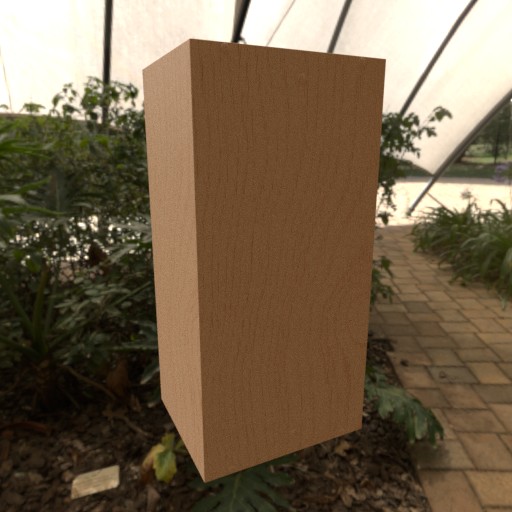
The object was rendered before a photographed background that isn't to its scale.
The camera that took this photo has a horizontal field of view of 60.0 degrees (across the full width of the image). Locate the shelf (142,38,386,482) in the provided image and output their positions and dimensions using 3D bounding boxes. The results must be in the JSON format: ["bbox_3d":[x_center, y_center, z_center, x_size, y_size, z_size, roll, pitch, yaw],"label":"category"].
[{"bbox_3d":[0.000,0.000,0.747,0.290,0.600,0.250,-7,16,-25],"label":"shelf"}]
